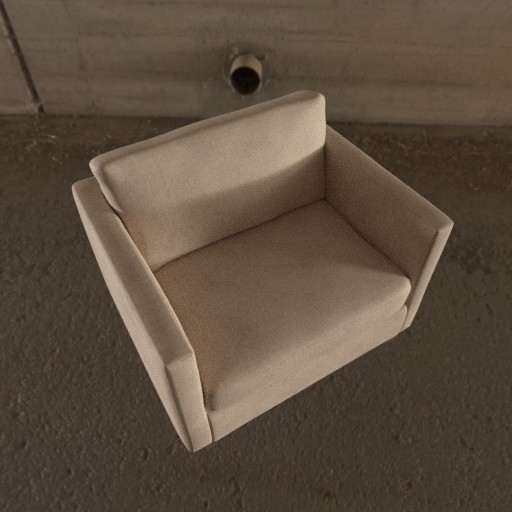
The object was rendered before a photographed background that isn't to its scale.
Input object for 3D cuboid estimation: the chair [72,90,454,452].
[{"bbox_3d":[0.000,0.000,1.821,1.133,0.961,0.959,-24,51,-20],"label":"chair"}]
